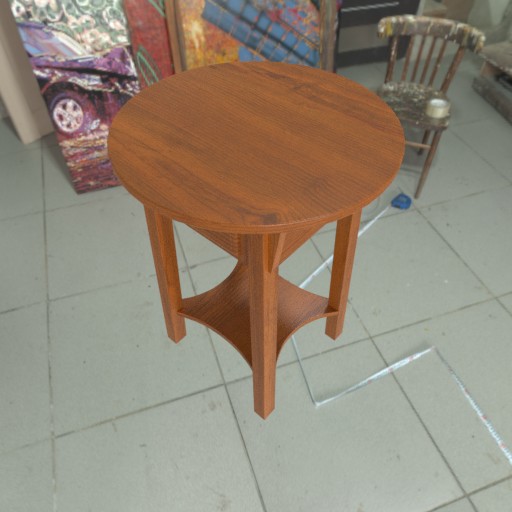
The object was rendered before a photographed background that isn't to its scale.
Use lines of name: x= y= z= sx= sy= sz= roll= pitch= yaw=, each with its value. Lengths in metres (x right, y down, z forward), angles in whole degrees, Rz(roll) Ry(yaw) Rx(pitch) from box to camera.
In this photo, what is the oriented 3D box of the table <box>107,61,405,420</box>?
table: x=0.000 y=0.000 z=0.920 sx=0.457 sy=0.610 sz=0.457 roll=0 pitch=47 yaw=0
